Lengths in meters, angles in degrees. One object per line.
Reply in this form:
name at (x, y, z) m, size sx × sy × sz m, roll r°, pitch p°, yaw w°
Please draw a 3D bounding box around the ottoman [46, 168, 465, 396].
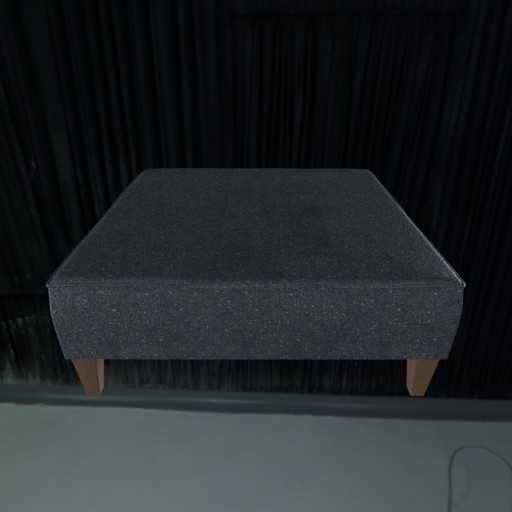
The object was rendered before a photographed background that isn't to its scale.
ottoman at (0.000, 0.000, 1.525) m, size 0.968 × 0.382 × 1.004 m, roll 0°, pitch 26°, yaw 0°
